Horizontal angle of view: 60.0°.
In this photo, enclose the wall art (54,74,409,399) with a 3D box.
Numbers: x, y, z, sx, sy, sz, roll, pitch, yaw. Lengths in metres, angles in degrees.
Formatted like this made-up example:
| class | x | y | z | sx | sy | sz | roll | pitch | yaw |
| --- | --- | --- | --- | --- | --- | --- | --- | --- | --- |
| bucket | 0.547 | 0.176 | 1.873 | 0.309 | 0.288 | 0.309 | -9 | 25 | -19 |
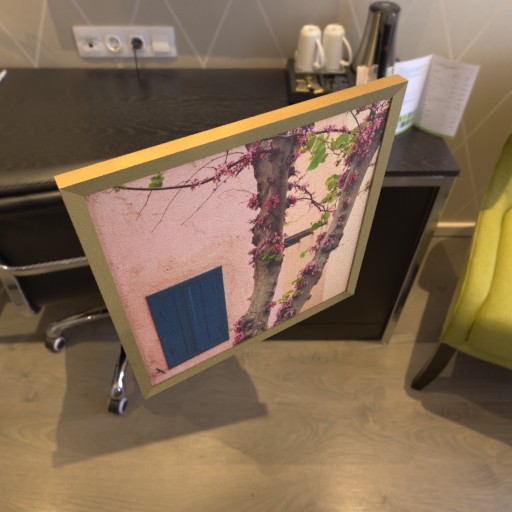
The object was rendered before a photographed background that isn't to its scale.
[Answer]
| class | x | y | z | sx | sy | sz | roll | pitch | yaw |
| --- | --- | --- | --- | --- | --- | --- | --- | --- | --- |
| wall art | 0.000 | 0.000 | 1.140 | 0.762 | 0.762 | 0.038 | -23 | 51 | -20 |
